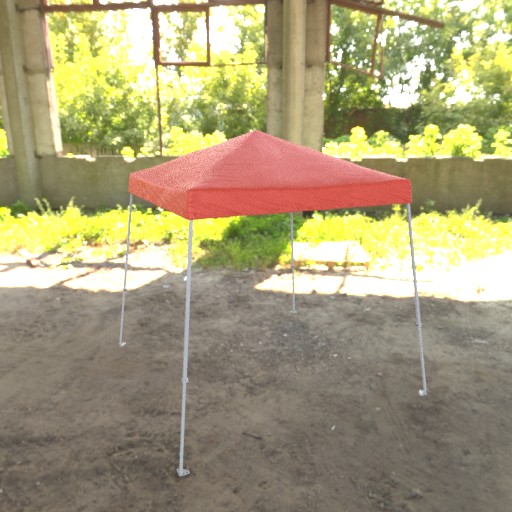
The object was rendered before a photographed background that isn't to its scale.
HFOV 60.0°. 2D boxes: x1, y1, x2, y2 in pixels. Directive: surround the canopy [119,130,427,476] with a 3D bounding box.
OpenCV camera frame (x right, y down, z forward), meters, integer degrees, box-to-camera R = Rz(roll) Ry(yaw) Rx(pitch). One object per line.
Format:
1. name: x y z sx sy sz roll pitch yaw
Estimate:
1. canopy: 0.000 0.000 5.216 2.849 2.850 2.850 -7 16 -26
